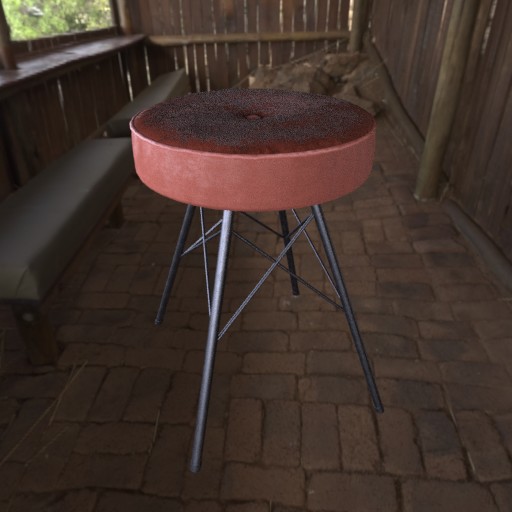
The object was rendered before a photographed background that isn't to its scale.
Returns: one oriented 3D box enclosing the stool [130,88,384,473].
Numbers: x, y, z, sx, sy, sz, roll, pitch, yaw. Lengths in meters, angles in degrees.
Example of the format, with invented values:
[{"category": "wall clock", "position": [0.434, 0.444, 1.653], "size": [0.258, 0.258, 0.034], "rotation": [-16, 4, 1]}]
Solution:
[{"category": "stool", "position": [0.000, 0.000, 0.901], "size": [0.421, 0.593, 0.457], "rotation": [-10, 33, -16]}]
